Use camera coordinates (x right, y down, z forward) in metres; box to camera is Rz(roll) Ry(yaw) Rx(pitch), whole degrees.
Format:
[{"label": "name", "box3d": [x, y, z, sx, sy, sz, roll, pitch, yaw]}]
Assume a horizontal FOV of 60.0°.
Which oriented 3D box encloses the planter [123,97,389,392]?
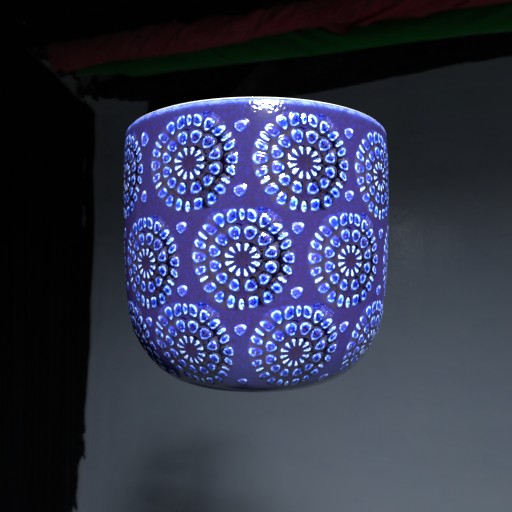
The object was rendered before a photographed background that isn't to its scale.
[{"label": "planter", "box3d": [0.000, 0.000, 0.288, 0.165, 0.149, 0.165, 0, -1, 0]}]
